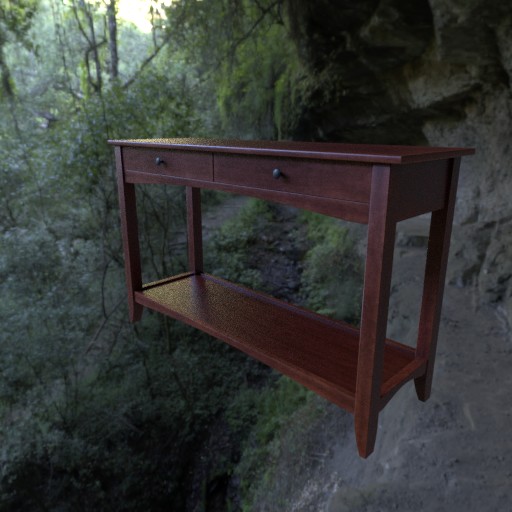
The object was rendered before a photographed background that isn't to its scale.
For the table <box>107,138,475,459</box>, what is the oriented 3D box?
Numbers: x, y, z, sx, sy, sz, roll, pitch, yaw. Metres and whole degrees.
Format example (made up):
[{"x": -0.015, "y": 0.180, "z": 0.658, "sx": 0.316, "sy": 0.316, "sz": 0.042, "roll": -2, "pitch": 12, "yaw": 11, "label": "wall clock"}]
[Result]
[{"x": 0.000, "y": 0.000, "z": 1.500, "sx": 1.188, "sy": 0.739, "sz": 0.392, "roll": 16, "pitch": 23, "yaw": 42, "label": "table"}]
